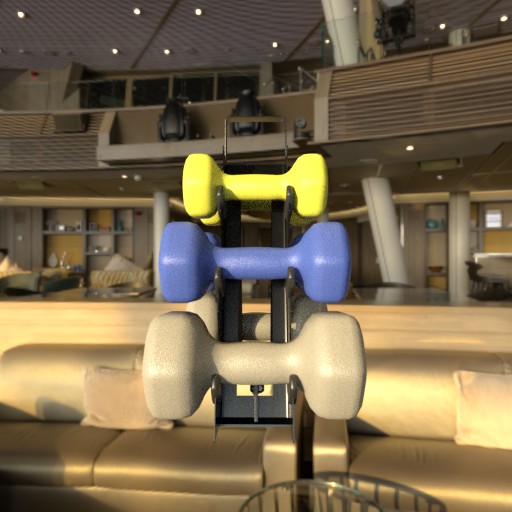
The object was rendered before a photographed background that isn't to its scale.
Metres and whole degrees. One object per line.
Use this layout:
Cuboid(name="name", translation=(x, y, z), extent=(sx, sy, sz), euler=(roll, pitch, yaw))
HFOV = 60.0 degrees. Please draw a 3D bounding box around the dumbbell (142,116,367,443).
Cuboid(name="dumbbell", translation=(0.000, 0.000, 0.685), extent=(0.261, 0.426, 0.416), euler=(0, 0, 1))
